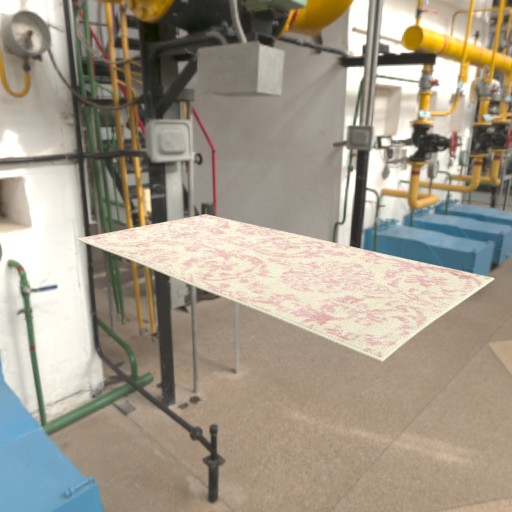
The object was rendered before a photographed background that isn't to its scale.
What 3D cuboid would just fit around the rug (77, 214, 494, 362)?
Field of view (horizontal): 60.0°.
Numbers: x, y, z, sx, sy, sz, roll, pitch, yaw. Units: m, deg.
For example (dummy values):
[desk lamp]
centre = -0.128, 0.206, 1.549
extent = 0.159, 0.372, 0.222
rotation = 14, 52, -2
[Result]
[rug]
centre = 0.000, 0.000, 1.401
extent = 1.219, 0.007, 0.604
rotation = 16, 23, 42
